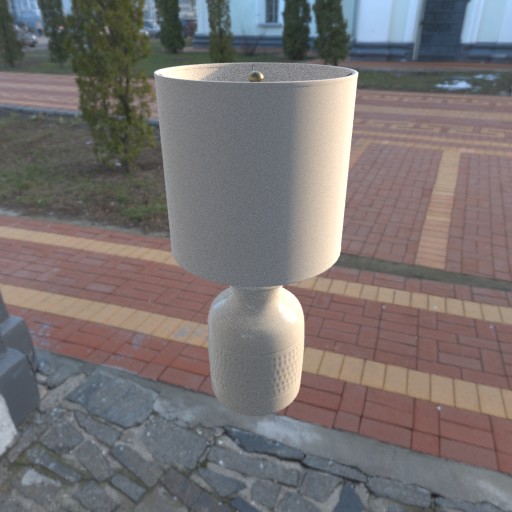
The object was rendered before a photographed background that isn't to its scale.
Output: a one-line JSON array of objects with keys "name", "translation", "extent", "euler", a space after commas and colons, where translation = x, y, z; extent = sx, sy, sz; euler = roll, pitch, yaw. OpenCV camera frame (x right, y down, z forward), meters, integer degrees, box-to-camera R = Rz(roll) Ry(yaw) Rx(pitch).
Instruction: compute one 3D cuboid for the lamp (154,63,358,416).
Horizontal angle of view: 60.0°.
[{"name": "lamp", "translation": [0.000, 0.000, 0.506], "extent": [0.188, 0.392, 0.188], "euler": [19, 33, 32]}]
